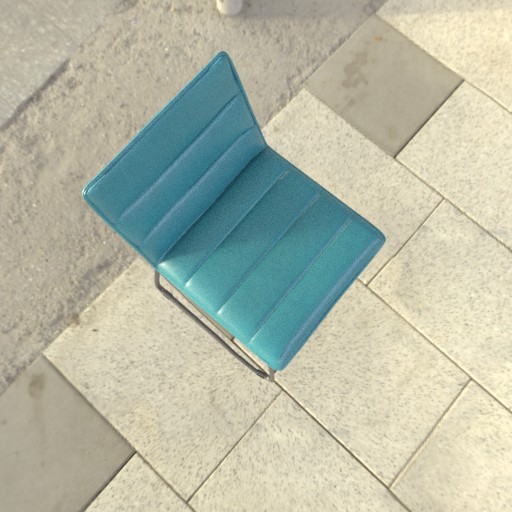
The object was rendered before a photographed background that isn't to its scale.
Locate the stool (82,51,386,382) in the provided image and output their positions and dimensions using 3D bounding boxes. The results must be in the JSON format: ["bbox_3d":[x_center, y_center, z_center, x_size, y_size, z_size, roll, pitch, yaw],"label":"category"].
[{"bbox_3d":[0.000,0.000,1.181,0.524,0.866,0.489,39,79,9],"label":"stool"}]
